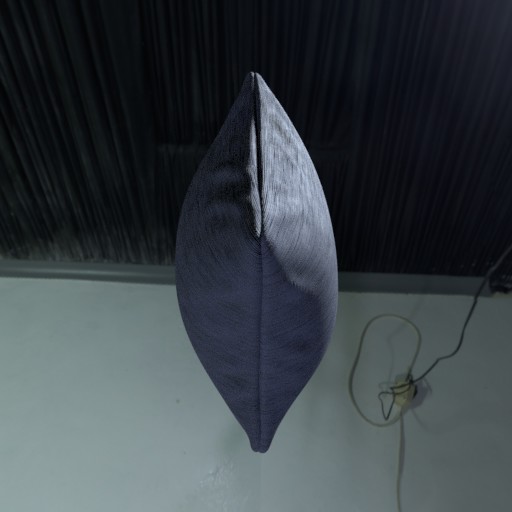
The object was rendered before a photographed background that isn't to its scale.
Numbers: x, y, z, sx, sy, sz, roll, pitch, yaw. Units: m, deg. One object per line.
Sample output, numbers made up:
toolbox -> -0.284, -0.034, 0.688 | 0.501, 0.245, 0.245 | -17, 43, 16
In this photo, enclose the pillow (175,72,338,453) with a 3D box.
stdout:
pillow -> 0.000, 0.000, 0.681 | 0.246, 0.414, 0.432 | -1, 42, -1
